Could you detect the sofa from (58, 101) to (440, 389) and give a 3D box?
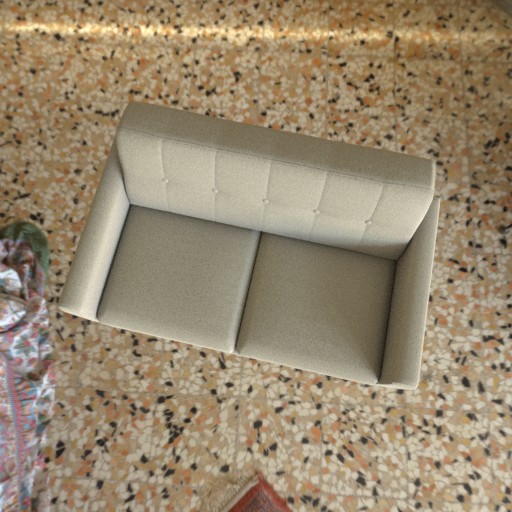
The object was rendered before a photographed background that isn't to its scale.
[{"bbox_3d":[0.000,0.000,2.231,1.655,0.892,0.980,12,75,3],"label":"sofa"}]
